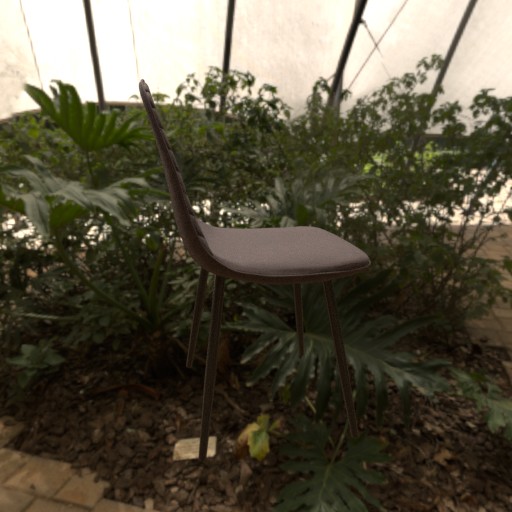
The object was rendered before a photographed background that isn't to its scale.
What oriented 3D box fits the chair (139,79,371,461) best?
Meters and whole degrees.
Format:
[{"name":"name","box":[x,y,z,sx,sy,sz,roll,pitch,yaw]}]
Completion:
[{"name":"chair","box":[0.000,0.000,1.215,0.561,0.889,0.472,-3,16,-12]}]
